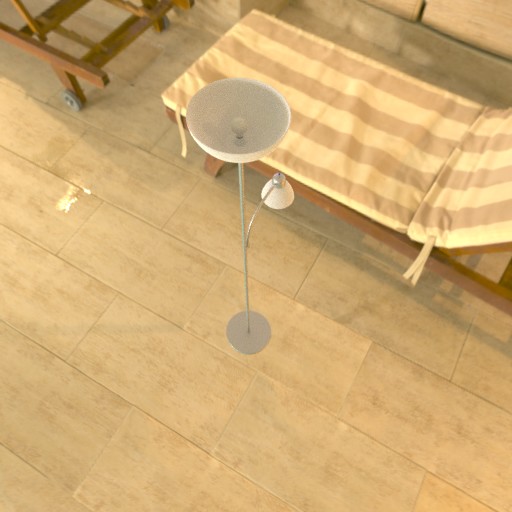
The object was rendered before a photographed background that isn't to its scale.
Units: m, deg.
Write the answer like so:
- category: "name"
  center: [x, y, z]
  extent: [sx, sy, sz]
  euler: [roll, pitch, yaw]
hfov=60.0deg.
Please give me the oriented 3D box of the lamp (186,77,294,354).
- category: "lamp"
  center: [0.000, 0.000, 1.962]
  extent: [0.279, 1.804, 0.425]
  euler: [32, 67, 16]
